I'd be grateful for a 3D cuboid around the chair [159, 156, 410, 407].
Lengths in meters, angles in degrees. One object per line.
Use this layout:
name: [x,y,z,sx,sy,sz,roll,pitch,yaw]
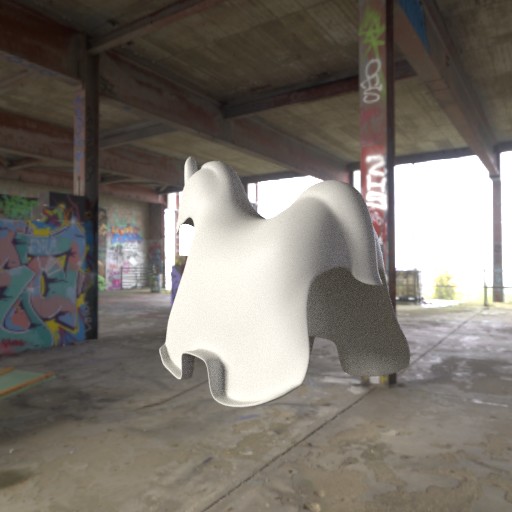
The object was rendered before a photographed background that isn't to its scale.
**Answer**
chair: [0.000,0.000,1.163,0.429,0.612,0.800,1,-1,-36]
